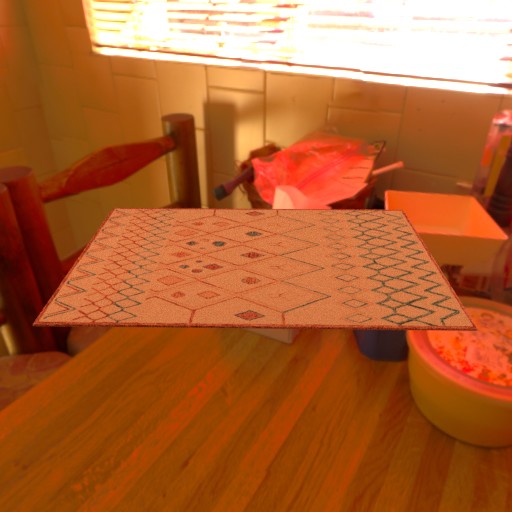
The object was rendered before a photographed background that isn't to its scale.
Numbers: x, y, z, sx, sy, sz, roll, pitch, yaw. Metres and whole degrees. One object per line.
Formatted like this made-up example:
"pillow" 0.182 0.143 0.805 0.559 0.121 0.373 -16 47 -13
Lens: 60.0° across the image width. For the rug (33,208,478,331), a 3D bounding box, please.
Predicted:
"rug" 0.000 0.000 3.076 2.438 0.015 1.524 0 31 1
